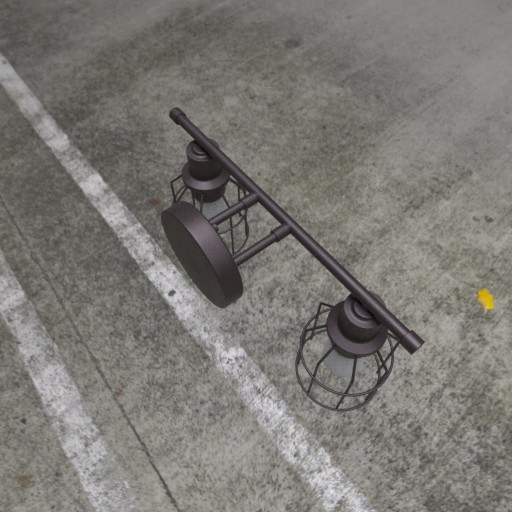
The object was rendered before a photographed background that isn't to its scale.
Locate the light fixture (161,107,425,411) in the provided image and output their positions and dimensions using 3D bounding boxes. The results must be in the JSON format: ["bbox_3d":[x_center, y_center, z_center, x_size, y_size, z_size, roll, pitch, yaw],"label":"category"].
[{"bbox_3d":[0.000,0.000,0.535,0.165,0.254,0.406,-33,63,-20],"label":"light fixture"}]
